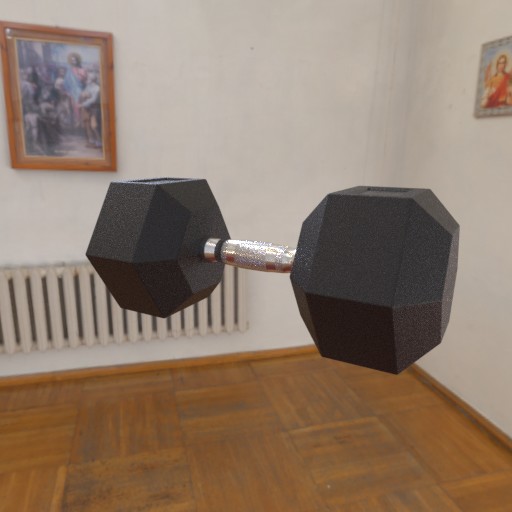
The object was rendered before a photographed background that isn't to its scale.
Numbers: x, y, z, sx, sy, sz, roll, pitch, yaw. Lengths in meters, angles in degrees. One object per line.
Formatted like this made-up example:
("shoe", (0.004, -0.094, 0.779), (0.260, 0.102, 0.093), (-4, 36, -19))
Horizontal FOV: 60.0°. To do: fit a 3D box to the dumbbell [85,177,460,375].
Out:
("dumbbell", (0.000, 0.000, 0.333), (0.271, 0.106, 0.122), (8, 16, 29))
